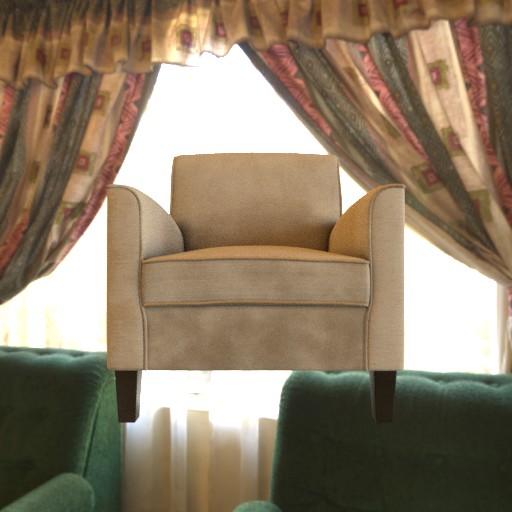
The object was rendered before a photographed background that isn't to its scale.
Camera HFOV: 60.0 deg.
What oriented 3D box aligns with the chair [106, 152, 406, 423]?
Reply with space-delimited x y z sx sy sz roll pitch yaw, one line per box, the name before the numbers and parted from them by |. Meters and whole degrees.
chair | 0.000 0.000 1.583 0.820 0.915 0.821 0 0 0
